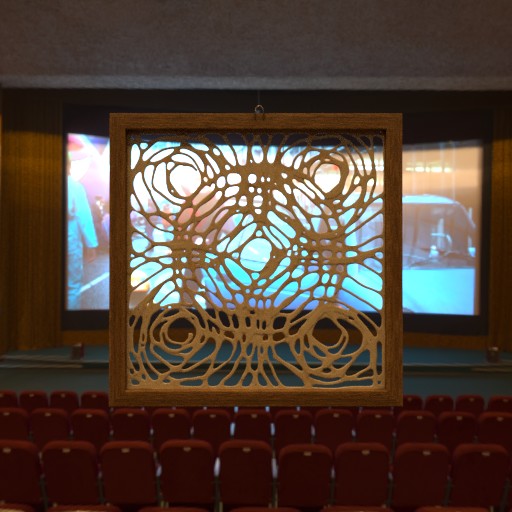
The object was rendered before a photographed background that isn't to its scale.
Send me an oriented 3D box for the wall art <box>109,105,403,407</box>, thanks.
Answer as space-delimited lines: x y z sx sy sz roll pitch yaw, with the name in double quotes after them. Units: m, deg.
0.000 0.000 0.854 0.561 0.576 0.021 0 0 0 "wall art"
